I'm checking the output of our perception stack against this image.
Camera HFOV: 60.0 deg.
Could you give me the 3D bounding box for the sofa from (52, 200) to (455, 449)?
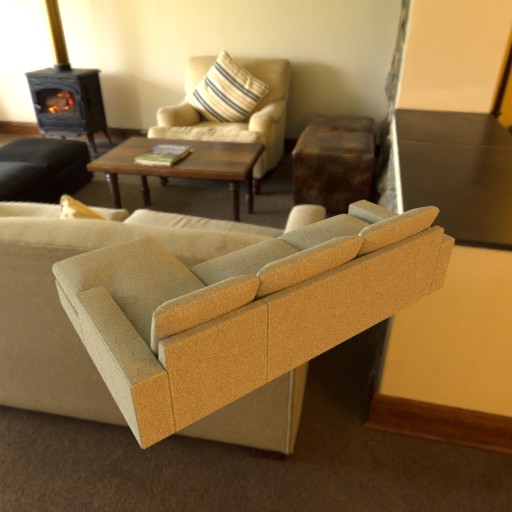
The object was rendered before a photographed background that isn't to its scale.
[{"bbox_3d":[0.000,0.000,3.505,2.718,0.813,1.689,-20,35,-30],"label":"sofa"}]
